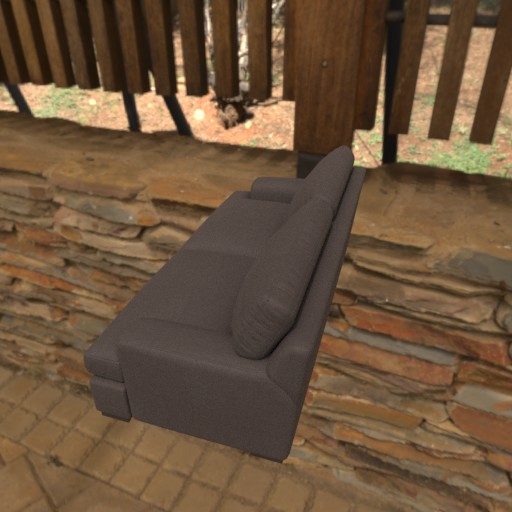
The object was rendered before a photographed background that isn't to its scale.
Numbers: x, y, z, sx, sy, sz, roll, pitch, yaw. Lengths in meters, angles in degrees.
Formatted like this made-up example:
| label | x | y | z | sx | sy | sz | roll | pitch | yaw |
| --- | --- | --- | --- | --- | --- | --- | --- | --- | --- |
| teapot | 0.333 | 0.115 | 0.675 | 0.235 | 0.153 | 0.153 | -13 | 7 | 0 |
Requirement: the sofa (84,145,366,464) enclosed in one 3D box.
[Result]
| label | x | y | z | sx | sy | sz | roll | pitch | yaw |
| --- | --- | --- | --- | --- | --- | --- | --- | --- | --- |
| sofa | 0.000 | 0.000 | 2.890 | 1.140 | 0.950 | 2.271 | 9 | 32 | 15 |
